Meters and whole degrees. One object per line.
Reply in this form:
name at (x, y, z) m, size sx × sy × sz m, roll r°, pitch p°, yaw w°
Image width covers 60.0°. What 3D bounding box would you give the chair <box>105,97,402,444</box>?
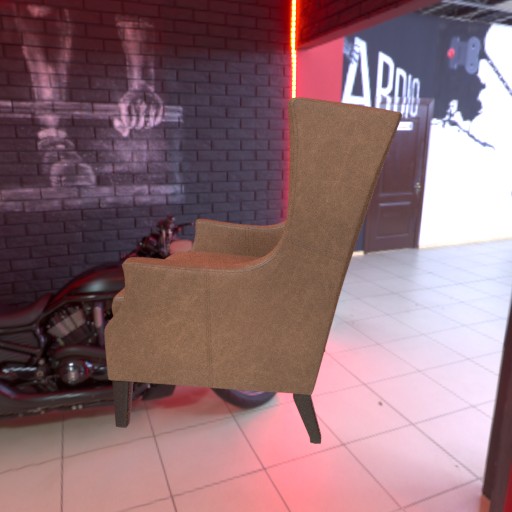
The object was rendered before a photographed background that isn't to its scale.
chair at (0.000, 0.000, 1.704) m, size 0.913 × 1.088 × 0.815 m, roll 2°, pitch 15°, yaw 9°
